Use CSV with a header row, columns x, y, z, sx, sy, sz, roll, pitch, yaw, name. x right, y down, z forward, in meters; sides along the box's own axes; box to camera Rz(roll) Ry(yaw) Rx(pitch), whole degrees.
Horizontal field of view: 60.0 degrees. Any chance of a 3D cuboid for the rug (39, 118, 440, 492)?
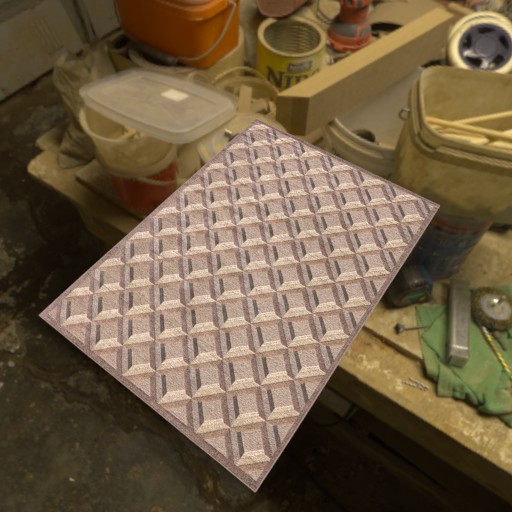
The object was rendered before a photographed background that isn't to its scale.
x,y,z,sx,sy,sz,roll,pitch,yaw,name
0.000,0.000,4.280,2.382,0.018,3.294,31,61,19,rug
